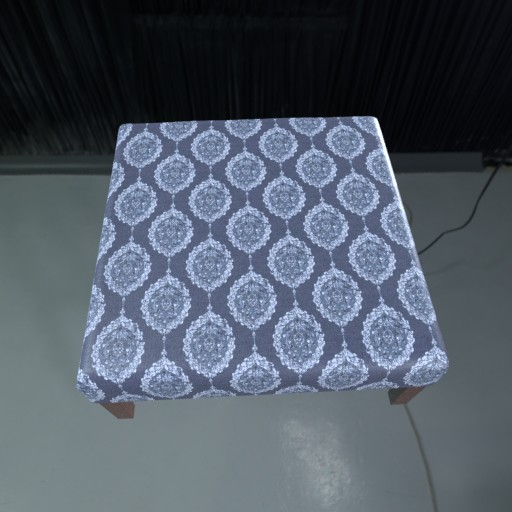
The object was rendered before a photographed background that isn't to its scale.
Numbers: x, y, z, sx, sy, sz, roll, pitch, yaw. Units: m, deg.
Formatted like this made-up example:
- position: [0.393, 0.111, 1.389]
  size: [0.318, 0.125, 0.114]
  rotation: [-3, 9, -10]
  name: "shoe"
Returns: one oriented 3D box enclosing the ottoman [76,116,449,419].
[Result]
- position: [0.000, 0.000, 1.401]
  size: [0.889, 0.409, 0.890]
  rotation: [-2, 57, -2]
  name: "ottoman"
